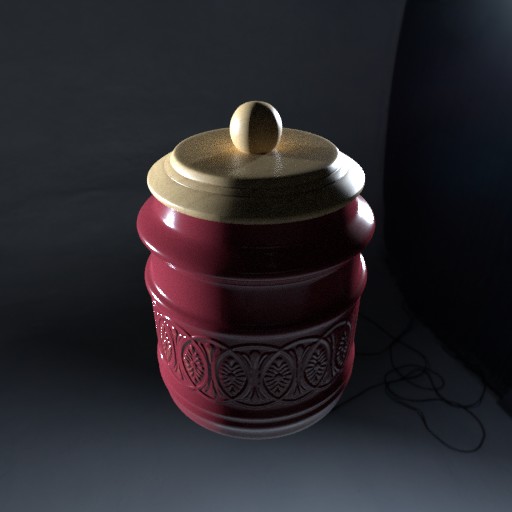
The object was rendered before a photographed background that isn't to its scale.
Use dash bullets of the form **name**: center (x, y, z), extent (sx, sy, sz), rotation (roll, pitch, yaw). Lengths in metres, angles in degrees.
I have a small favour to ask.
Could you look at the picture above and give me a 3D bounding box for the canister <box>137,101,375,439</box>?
- **canister**: center (0.000, 0.000, 0.262), extent (0.130, 0.176, 0.130), rotation (0, 32, 0)
